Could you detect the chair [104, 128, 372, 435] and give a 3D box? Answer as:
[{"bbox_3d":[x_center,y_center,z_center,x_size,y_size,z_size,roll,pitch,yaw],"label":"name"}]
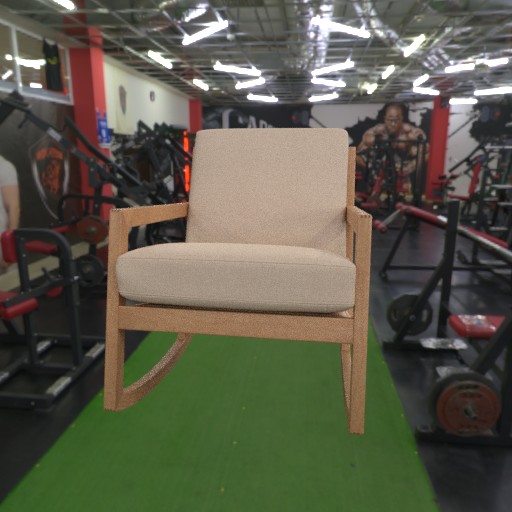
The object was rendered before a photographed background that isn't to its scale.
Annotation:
[{"bbox_3d":[0.000,0.000,1.380,0.622,0.790,0.857,2,14,9],"label":"chair"}]
